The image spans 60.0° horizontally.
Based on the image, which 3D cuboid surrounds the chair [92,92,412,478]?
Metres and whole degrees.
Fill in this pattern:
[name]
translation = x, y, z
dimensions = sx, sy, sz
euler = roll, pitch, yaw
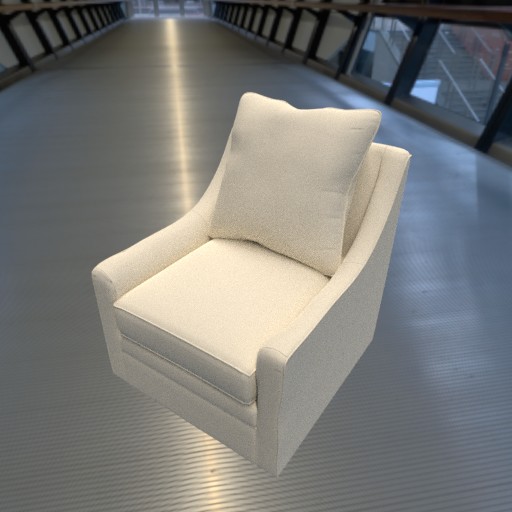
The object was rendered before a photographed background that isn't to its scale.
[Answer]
[chair]
translation = 0.000, 0.000, 1.592
dimensions = 0.756, 0.965, 0.876
euler = 20, 36, 29
